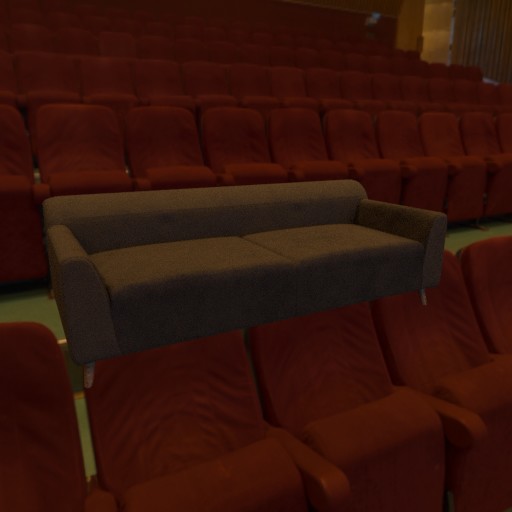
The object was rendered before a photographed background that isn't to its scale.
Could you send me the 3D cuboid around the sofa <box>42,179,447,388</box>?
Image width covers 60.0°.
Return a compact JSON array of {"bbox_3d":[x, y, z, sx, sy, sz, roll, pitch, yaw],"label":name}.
[{"bbox_3d":[0.000,0.000,2.628,2.190,0.740,0.900,-8,17,-27],"label":"sofa"}]
